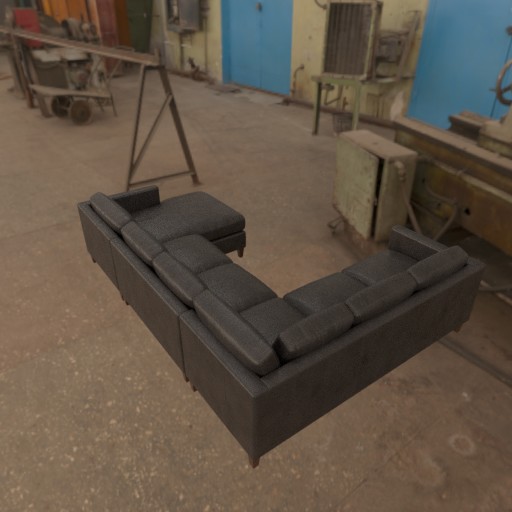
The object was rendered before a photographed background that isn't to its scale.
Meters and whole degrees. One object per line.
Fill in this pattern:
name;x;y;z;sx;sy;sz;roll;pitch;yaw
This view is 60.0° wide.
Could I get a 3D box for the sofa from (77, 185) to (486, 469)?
sofa;0.000;0.000;4.456;2.452;0.891;3.324;-20;37;-30
